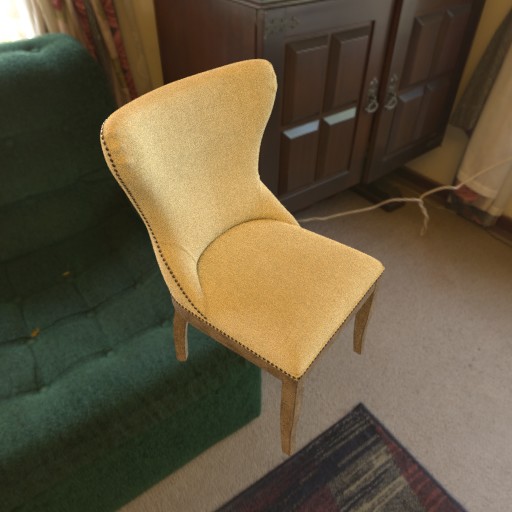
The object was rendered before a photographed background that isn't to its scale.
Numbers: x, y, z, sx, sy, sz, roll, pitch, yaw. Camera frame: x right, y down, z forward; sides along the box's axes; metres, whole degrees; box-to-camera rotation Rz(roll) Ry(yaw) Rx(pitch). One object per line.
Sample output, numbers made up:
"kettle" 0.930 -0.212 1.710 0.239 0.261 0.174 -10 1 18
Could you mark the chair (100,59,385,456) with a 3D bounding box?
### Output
"chair" 0.000 0.000 1.425 0.681 1.002 0.654 26 47 27
